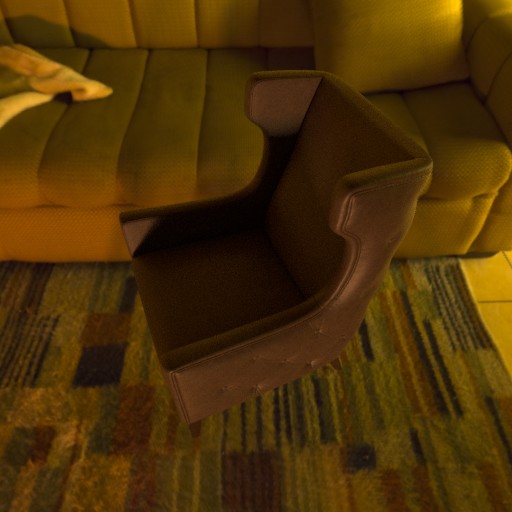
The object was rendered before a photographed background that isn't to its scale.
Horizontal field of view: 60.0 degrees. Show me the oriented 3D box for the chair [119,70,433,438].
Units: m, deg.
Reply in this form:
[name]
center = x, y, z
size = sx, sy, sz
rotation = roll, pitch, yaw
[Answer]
[chair]
center = 0.000, 0.000, 1.667
size = 0.899, 1.079, 0.769
rotation = -17, 50, -15
